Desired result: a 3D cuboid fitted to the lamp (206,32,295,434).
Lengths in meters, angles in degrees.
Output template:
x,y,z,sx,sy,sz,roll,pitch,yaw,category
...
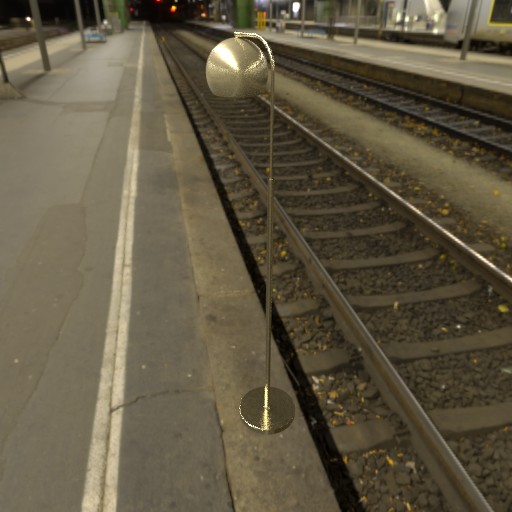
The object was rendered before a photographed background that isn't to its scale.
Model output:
x,y,z,sx,sy,sz,roll,pitch,yaw,category
0.000,0.000,1.697,0.250,1.526,0.431,-18,33,-29,lamp
